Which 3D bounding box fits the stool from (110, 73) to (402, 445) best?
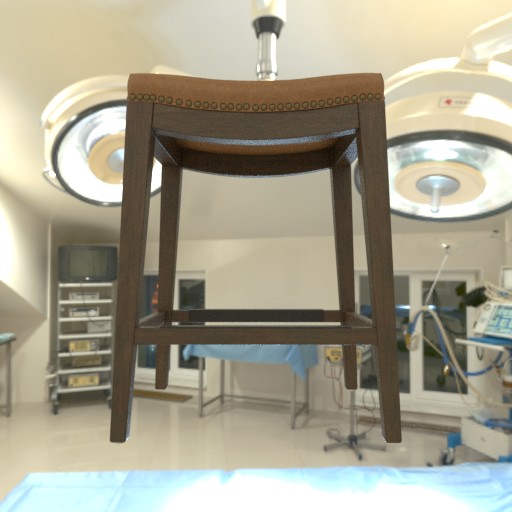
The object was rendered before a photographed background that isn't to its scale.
[{"bbox_3d":[0.000,0.000,0.947,0.500,0.660,0.361,0,-2,0],"label":"stool"}]
